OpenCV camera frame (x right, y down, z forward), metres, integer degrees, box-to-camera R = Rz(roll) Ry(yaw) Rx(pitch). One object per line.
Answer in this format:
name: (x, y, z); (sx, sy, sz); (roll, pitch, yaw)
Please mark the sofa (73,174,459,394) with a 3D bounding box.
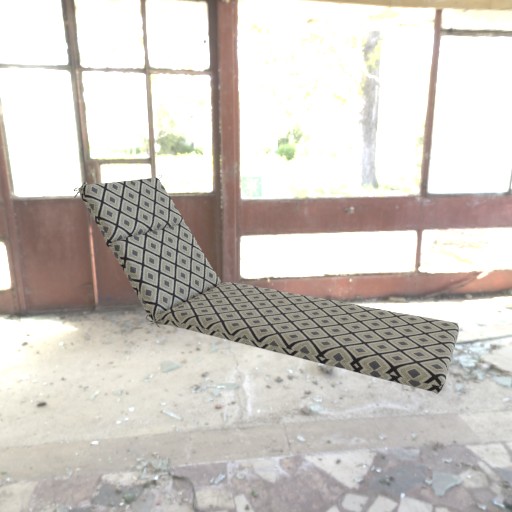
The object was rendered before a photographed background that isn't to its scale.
sofa: (0.000, 0.000, 1.961); (1.663, 0.622, 0.582); (8, 17, 28)
